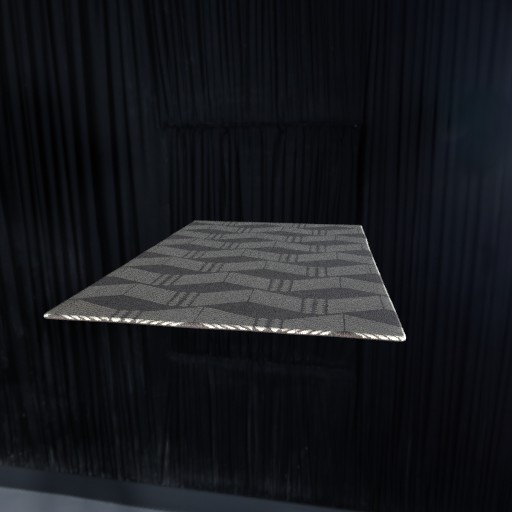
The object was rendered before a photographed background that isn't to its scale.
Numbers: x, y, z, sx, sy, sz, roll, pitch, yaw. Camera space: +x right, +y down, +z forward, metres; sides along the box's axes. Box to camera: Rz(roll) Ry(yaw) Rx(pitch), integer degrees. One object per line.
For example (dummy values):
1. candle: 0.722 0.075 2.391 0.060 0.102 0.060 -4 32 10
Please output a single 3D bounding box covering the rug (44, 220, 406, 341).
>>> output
1. rug: 0.000 0.000 2.311 1.210 0.016 1.833 2 15 8
